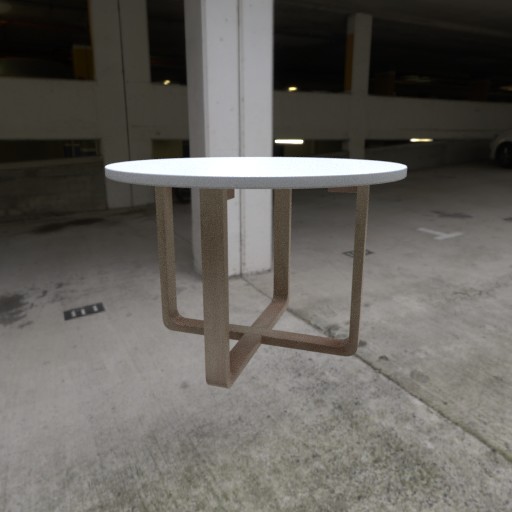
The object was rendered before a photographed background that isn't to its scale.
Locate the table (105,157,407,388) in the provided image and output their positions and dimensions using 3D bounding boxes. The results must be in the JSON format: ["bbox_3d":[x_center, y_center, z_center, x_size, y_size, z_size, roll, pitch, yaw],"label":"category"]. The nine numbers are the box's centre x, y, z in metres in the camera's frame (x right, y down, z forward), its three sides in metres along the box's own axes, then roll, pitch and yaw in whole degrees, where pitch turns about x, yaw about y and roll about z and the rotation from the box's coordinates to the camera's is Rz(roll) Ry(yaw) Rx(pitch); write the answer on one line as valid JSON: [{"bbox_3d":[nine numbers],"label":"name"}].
[{"bbox_3d":[0.000,0.000,0.978,0.600,0.400,0.600,0,15,0],"label":"table"}]
